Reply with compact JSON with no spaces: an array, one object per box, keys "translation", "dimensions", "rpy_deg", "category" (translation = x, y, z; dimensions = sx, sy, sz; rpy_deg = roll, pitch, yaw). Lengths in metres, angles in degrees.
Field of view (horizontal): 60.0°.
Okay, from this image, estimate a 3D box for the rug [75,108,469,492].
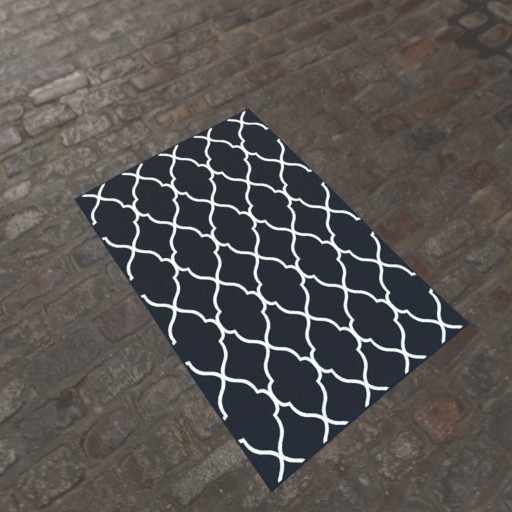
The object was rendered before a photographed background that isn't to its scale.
[{"translation":[0.000,0.000,2.911],"dimensions":[1.528,0.014,2.294],"rpy_deg":[-33,66,-17],"category":"rug"}]
